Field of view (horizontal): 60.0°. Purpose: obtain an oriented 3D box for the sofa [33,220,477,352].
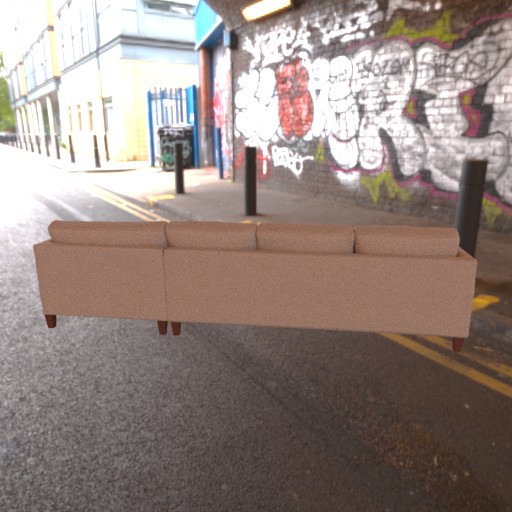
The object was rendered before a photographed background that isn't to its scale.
[{"bbox_3d":[0.000,0.000,3.953,3.186,0.861,1.625,2,16,7],"label":"sofa"}]
